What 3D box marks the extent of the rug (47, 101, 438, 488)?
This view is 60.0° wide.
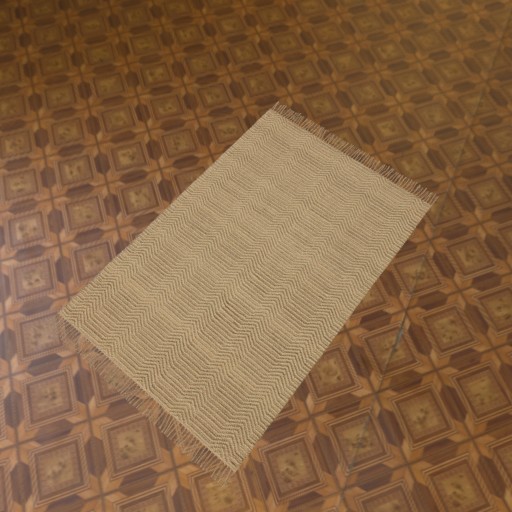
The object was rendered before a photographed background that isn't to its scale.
[{"bbox_3d":[0.000,0.000,2.494,1.224,0.027,2.021,36,69,16],"label":"rug"}]
